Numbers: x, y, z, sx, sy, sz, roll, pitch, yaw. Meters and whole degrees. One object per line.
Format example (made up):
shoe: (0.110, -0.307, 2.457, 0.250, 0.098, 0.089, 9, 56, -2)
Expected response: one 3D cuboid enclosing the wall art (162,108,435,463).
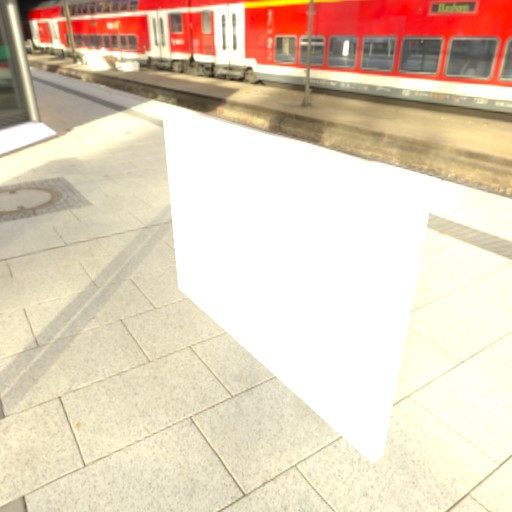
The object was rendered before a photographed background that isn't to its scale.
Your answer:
wall art: (0.000, 0.000, 1.668, 0.051, 0.902, 1.308, -18, 32, -32)
